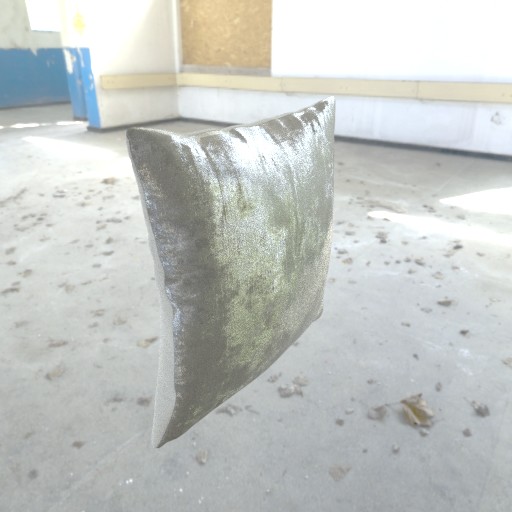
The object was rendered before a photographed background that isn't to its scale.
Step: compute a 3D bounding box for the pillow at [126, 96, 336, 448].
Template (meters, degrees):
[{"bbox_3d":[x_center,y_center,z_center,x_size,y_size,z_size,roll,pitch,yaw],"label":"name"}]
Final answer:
[{"bbox_3d":[0.000,0.000,0.718,0.175,0.464,0.470,17,30,32],"label":"pillow"}]
